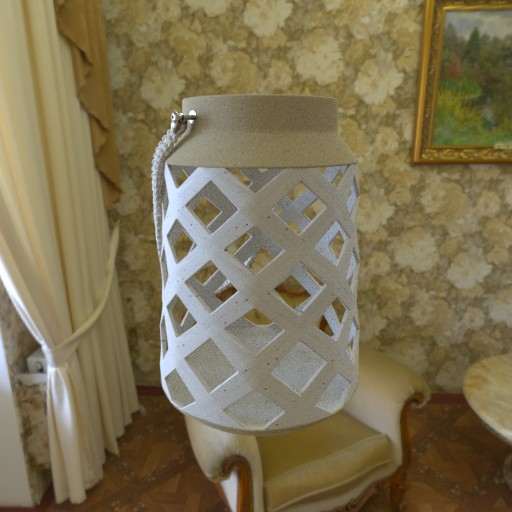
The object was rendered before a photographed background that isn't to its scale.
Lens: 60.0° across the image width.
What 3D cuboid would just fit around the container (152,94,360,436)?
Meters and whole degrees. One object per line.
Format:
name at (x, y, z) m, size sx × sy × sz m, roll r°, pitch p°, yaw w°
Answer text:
container at (0.000, 0.000, 0.345) m, size 0.163 × 0.229 × 0.172 m, roll -14°, pitch 21°, yaw -40°
